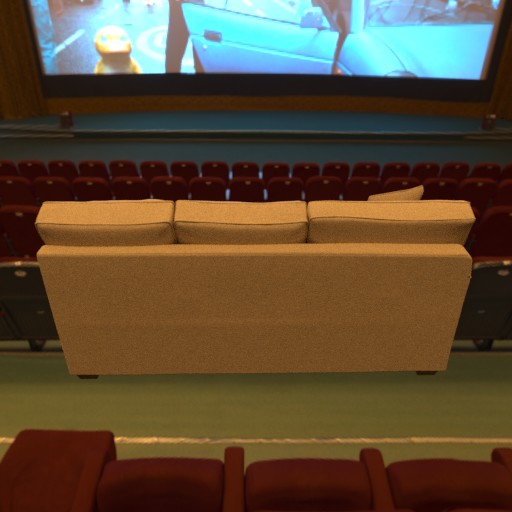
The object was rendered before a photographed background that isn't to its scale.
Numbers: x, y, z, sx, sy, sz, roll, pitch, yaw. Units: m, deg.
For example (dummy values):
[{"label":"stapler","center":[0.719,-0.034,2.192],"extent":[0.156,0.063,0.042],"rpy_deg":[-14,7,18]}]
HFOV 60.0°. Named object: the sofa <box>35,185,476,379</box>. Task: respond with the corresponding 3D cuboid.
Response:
[{"label":"sofa","center":[0.000,0.000,2.515],"extent":[1.962,0.946,1.034],"rpy_deg":[0,29,-1]}]
